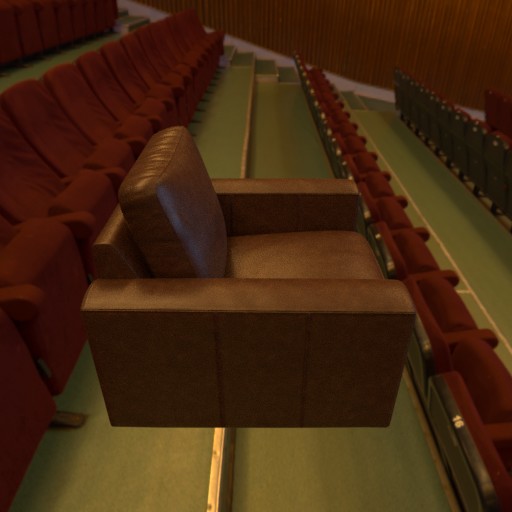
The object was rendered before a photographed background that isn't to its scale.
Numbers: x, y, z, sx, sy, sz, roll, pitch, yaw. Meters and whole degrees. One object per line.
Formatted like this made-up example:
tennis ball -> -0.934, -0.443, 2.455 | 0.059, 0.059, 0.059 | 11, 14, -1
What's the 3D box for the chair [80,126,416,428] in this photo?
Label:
chair -> 0.000, 0.000, 1.756 | 1.016, 0.873, 1.005 | 0, 32, 0
